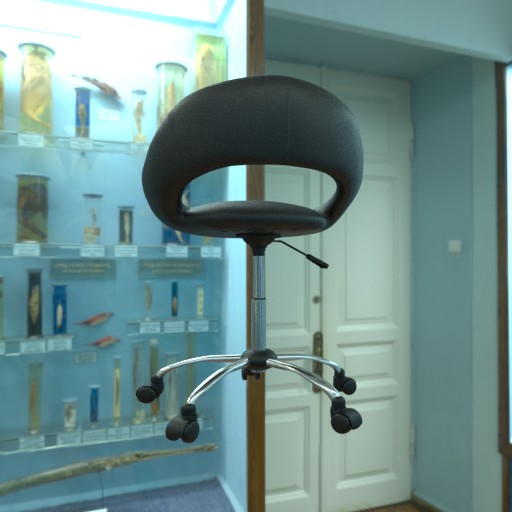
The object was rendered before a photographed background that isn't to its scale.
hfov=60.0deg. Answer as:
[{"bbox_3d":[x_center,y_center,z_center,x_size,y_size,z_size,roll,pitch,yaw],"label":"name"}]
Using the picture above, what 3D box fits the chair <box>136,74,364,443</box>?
[{"bbox_3d":[0.000,0.000,1.187,0.612,0.791,0.538,0,-1,-17],"label":"chair"}]
